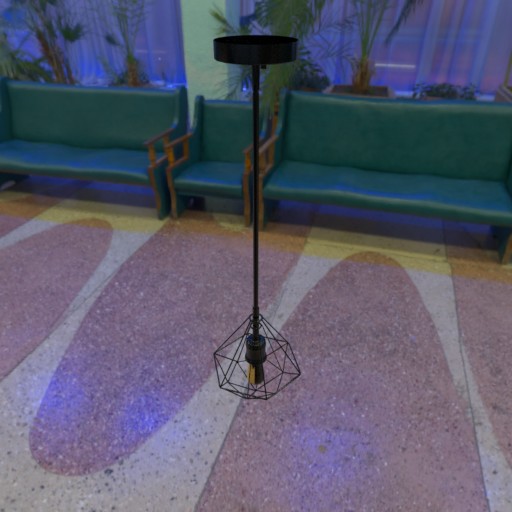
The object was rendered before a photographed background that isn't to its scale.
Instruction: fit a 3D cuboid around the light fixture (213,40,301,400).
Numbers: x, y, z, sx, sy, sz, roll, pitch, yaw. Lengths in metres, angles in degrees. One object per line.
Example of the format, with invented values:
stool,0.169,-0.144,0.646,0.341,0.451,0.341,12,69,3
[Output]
light fixture,0.000,0.000,2.000,0.487,1.764,0.431,10,33,15
